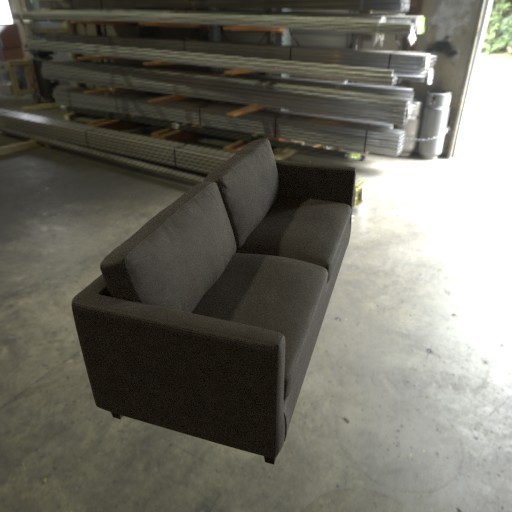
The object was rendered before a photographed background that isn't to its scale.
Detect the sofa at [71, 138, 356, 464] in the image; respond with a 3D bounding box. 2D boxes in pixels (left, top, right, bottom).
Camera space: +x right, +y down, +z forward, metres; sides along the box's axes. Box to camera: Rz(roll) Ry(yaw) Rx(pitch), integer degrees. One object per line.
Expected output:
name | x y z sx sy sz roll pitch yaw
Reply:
sofa | 0.000 0.000 2.752 0.951 0.965 2.208 9 31 16
